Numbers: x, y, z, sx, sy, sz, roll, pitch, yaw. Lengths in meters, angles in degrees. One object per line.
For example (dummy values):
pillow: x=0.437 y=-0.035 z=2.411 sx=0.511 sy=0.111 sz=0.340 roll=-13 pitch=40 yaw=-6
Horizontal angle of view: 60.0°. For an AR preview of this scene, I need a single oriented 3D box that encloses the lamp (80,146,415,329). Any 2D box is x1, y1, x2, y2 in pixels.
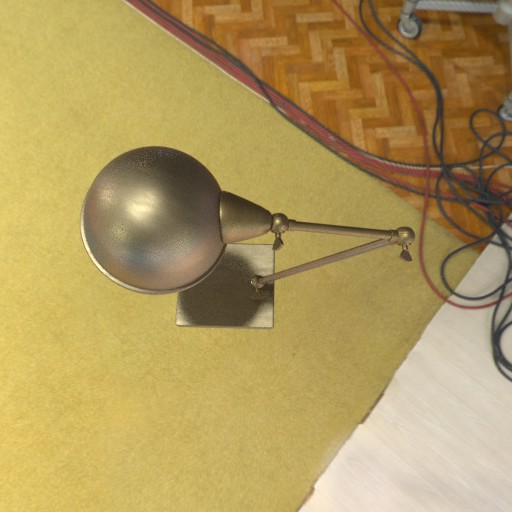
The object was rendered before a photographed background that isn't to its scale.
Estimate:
lamp: x=0.000 y=0.000 z=0.550 sx=0.339 sy=0.371 sz=0.149 roll=1 pitch=73 yaw=0
